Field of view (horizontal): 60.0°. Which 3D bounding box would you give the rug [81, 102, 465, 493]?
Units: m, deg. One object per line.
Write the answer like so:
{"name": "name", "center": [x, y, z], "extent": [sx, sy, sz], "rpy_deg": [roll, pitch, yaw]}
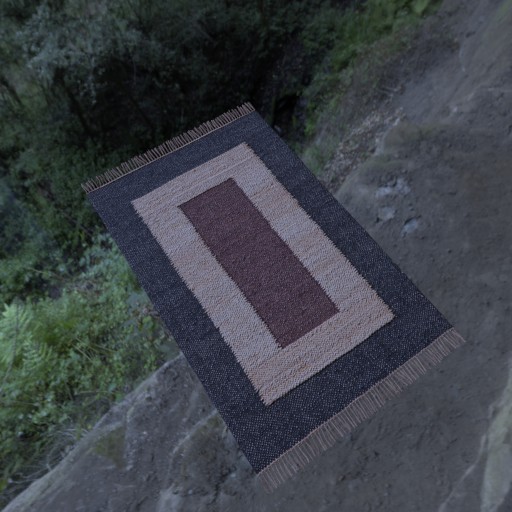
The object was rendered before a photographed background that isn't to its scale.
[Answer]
{"name": "rug", "center": [0.000, 0.000, 2.469], "extent": [1.224, 0.027, 2.021], "rpy_deg": [-31, 67, -15]}
